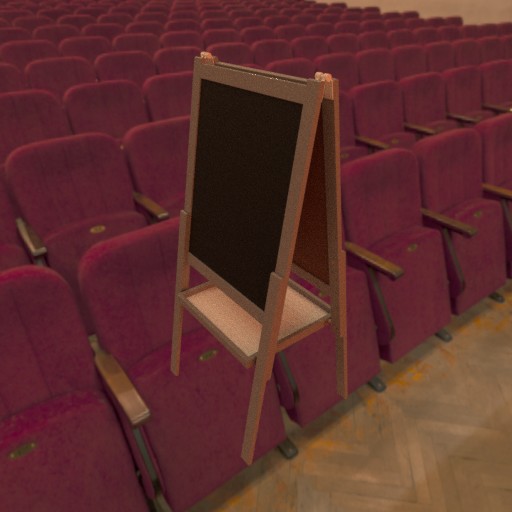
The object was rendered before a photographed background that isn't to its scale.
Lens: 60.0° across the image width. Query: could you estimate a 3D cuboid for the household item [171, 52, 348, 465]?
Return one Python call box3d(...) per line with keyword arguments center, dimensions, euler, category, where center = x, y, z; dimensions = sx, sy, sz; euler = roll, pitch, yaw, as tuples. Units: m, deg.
box3d(center=(0.000, 0.000, 1.445), dimensions=(0.469, 1.172, 0.531), euler=(-21, 37, -31), category="household item")
